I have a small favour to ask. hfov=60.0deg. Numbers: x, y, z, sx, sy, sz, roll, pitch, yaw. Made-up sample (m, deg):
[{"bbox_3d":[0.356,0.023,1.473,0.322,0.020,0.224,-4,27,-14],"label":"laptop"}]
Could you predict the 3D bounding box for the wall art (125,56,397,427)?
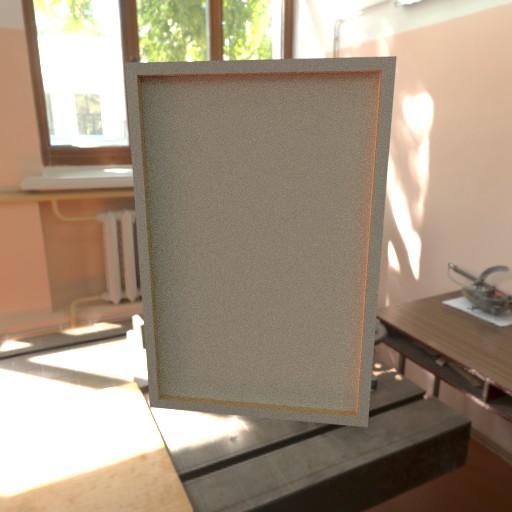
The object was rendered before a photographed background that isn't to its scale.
[{"bbox_3d":[0.000,0.000,1.120,0.607,0.912,0.038,2,16,8],"label":"wall art"}]
